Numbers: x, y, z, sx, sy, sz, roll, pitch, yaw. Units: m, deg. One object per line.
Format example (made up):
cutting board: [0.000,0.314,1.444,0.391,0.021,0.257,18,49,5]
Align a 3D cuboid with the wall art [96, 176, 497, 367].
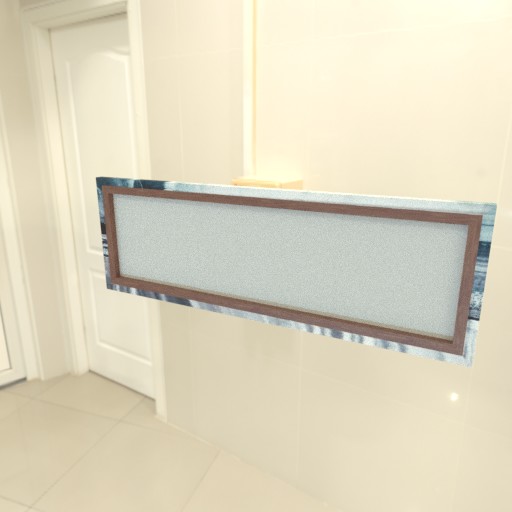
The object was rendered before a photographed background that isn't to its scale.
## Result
wall art: [0.000,0.000,1.652,1.524,0.509,0.037,8,18,26]
